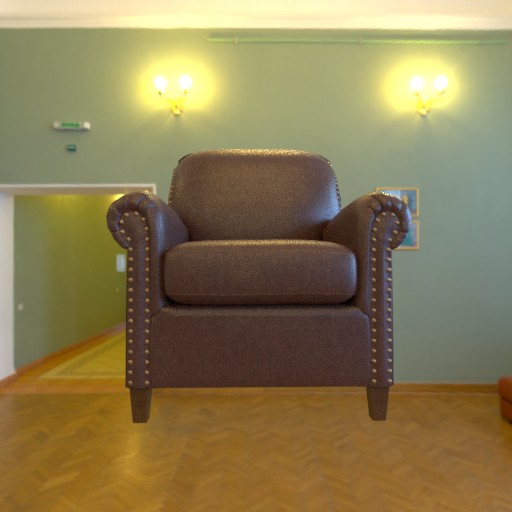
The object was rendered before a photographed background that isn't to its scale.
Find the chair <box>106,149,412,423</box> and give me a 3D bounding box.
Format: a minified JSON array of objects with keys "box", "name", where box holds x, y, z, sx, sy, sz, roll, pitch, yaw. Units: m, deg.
[{"box":[0.000,0.000,1.607,0.854,0.927,0.890,0,-1,-2],"name":"chair"}]
